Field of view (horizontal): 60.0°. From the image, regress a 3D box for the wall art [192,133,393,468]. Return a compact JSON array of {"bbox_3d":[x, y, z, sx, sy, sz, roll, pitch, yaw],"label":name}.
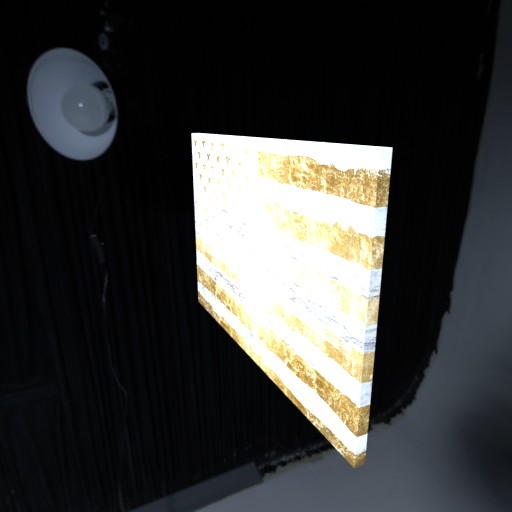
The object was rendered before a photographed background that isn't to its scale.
[{"bbox_3d":[0.000,0.000,1.185,0.027,0.610,0.932,-8,19,-25],"label":"wall art"}]
